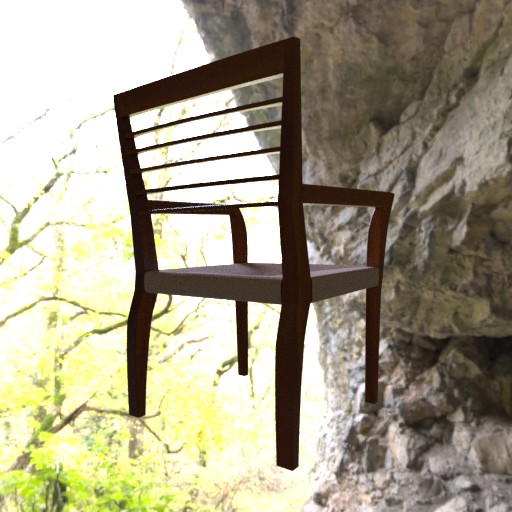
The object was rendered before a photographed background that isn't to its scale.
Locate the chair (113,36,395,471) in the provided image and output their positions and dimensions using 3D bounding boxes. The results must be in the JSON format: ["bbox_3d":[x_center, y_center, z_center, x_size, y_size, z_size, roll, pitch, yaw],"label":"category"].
[{"bbox_3d":[0.000,0.000,1.218,0.587,0.855,0.540,1,1,36],"label":"chair"}]
